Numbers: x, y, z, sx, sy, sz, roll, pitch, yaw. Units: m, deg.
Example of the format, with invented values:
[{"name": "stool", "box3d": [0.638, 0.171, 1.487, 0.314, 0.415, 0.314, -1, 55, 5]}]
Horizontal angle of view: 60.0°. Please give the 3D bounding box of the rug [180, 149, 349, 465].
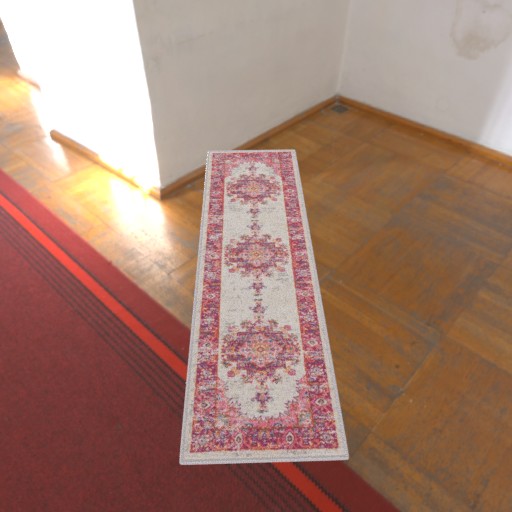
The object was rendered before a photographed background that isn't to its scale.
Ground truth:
[{"name": "rug", "box3d": [0.000, 0.000, 2.542, 0.666, 0.011, 2.294, -1, 44, -1]}]
